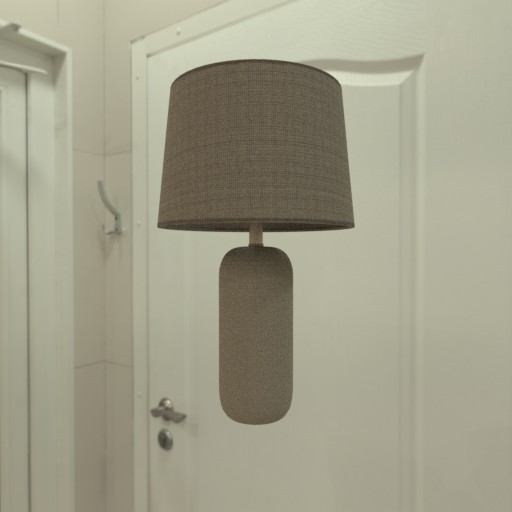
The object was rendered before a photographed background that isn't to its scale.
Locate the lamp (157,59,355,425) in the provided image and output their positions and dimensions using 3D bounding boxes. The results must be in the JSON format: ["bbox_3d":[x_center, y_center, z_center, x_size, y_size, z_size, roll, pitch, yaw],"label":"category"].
[{"bbox_3d":[0.000,0.000,0.843,0.367,0.609,0.367,0,1,0],"label":"lamp"}]
